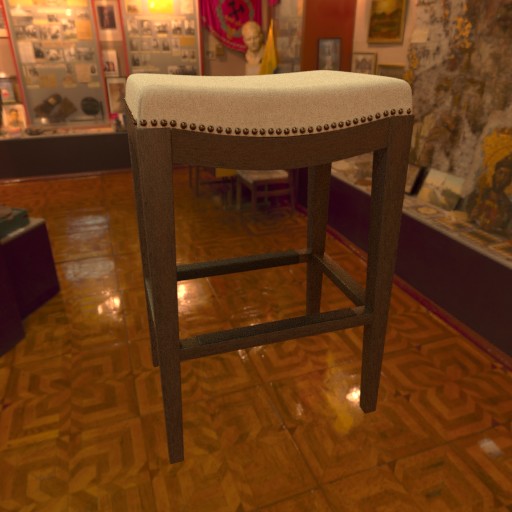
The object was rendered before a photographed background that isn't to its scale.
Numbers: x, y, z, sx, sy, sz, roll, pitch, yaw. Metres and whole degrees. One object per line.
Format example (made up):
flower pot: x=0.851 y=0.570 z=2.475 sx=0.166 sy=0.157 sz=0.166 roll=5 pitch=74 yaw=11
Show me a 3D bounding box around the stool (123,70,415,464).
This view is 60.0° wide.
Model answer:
stool: x=0.000 y=0.000 z=1.002 sx=0.498 sy=0.759 sz=0.358 roll=-8 pitch=27 yaw=-16
